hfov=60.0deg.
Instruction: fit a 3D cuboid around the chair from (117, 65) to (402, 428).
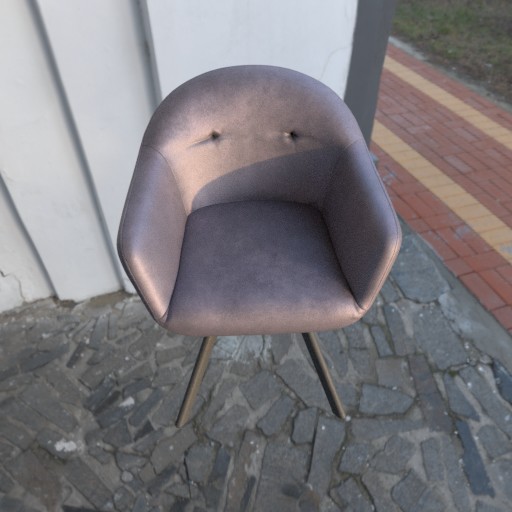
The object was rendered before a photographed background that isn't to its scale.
[{"bbox_3d":[0.000,0.000,1.156,0.567,0.781,0.544,-2,45,-2],"label":"chair"}]
